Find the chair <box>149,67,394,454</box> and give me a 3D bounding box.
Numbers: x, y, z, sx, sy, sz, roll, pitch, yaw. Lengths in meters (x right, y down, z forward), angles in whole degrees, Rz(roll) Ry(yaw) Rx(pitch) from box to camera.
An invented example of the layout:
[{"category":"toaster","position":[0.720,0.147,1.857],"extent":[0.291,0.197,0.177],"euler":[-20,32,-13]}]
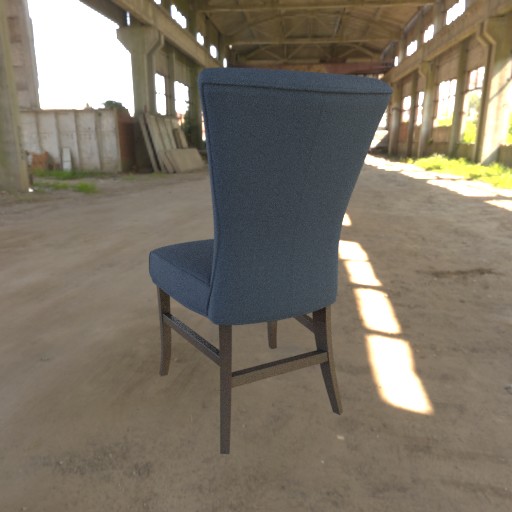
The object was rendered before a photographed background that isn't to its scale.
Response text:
[{"category":"chair","position":[0.000,0.000,1.359],"extent":[0.520,0.991,0.660],"euler":[-8,17,-26]}]
